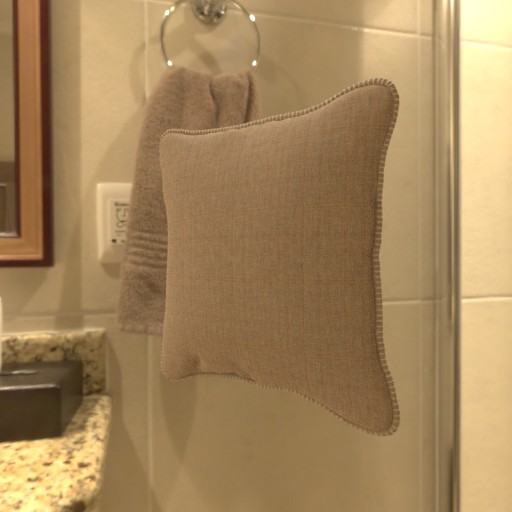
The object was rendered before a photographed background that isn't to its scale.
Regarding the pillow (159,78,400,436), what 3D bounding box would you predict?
[{"bbox_3d":[0.000,0.000,0.739,0.485,0.494,0.124,0,0,38],"label":"pillow"}]
